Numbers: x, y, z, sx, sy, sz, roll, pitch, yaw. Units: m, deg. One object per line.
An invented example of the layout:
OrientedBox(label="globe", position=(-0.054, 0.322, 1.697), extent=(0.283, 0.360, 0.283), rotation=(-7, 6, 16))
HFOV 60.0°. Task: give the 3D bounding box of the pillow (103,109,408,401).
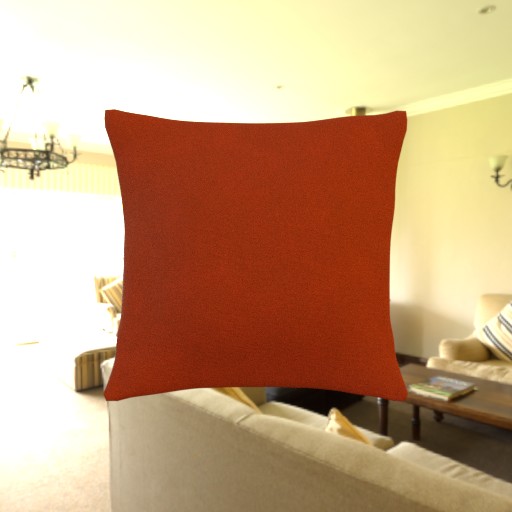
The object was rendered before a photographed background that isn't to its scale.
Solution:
OrientedBox(label="pillow", position=(0.000, 0.000, 0.639), extent=(0.435, 0.416, 0.151), rotation=(0, 2, 0))
